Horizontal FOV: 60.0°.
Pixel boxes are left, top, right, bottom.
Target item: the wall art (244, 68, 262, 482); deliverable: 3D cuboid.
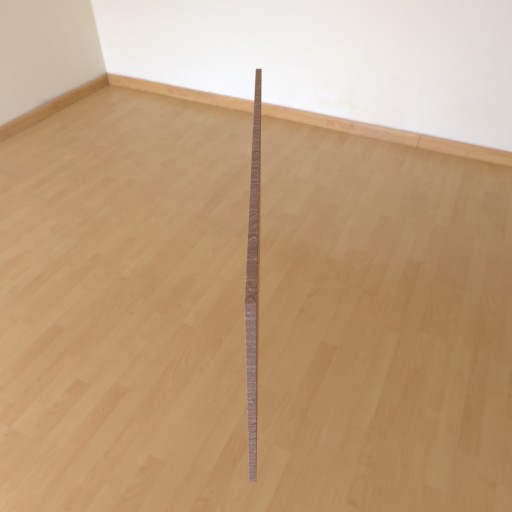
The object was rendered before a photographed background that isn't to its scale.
[{"bbox_3d":[0.000,0.000,1.378,0.020,0.761,1.056,1,43,1],"label":"wall art"}]
